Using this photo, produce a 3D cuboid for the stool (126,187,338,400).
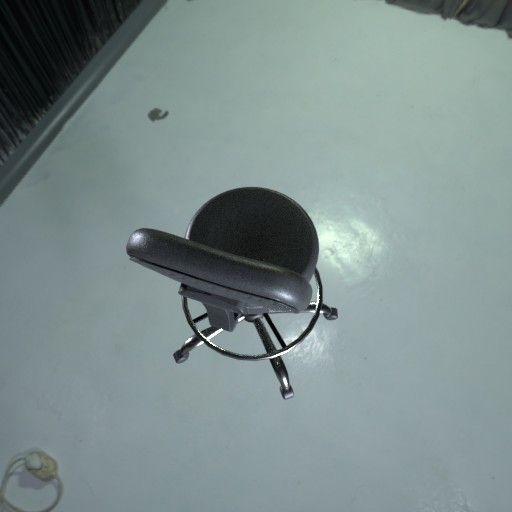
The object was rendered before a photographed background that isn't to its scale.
[{"bbox_3d":[0.000,0.000,1.468,0.694,1.069,0.658,16,64,8],"label":"stool"}]
